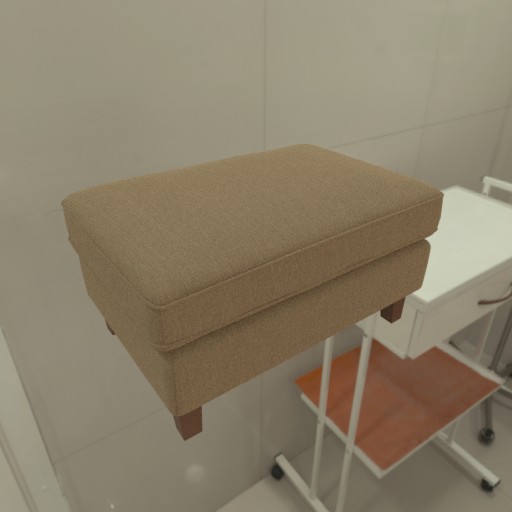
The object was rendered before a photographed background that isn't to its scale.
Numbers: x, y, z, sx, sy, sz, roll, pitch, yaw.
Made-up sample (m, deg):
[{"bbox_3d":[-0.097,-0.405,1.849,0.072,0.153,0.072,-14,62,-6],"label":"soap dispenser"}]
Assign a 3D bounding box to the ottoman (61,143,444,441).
[{"bbox_3d":[0.000,0.000,1.349,0.945,0.521,0.636,-20,35,-31],"label":"ottoman"}]
